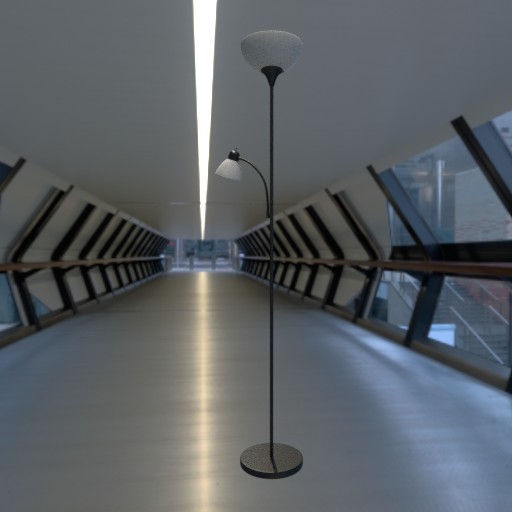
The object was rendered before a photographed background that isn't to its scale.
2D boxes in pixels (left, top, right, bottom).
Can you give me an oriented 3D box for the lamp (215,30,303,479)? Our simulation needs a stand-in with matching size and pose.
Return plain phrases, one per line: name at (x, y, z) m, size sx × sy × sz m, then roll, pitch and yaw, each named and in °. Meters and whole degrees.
lamp at (0.000, 0.000, 1.968) m, size 0.442 × 1.804 × 0.279 m, roll 1°, pitch 1°, yaw 38°
